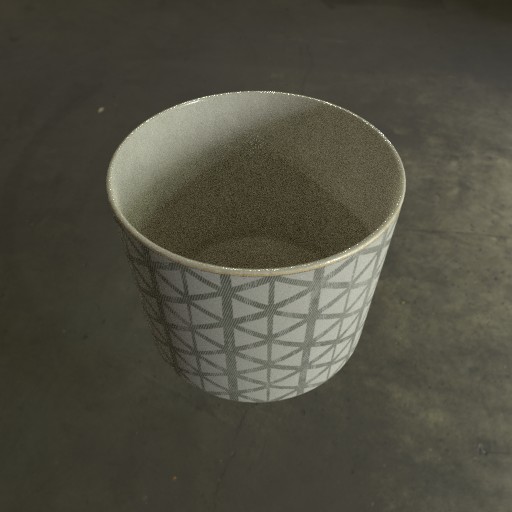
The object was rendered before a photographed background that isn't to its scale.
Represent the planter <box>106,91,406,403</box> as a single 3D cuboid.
[{"bbox_3d":[0.000,0.000,0.354,0.190,0.181,0.190,0,47,0],"label":"planter"}]
